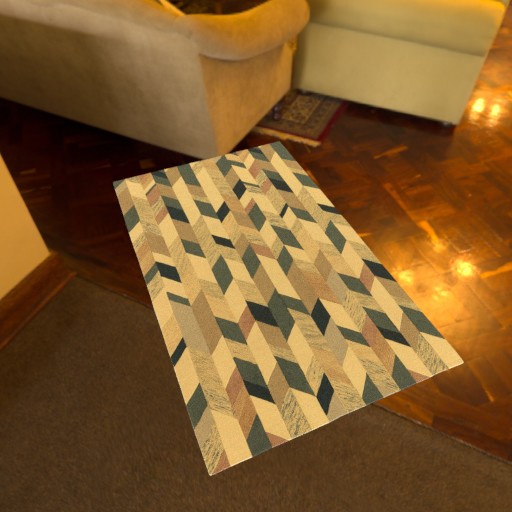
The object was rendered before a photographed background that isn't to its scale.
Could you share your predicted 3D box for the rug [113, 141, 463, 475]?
[{"bbox_3d":[0.000,0.000,3.043,1.513,0.008,2.423,-17,50,-16],"label":"rug"}]
